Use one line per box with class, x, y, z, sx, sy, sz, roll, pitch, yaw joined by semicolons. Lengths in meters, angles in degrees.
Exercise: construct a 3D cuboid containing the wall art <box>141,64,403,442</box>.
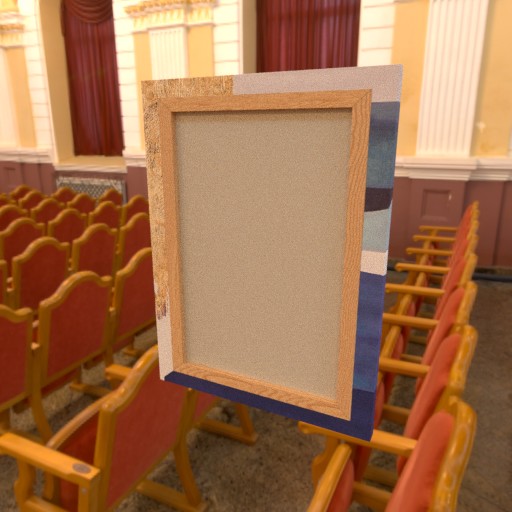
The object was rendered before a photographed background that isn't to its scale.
wall art;0.000;0.000;0.803;0.458;0.613;0.026;8;17;25
